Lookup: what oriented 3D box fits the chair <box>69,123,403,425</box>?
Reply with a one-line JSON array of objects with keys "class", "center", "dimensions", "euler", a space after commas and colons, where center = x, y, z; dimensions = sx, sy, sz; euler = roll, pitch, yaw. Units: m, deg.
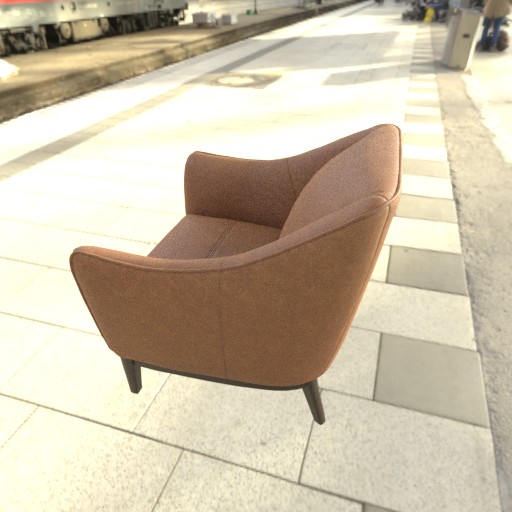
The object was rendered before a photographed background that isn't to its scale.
[{"class": "chair", "center": [0.000, 0.000, 1.544], "dimensions": [0.852, 0.830, 0.871], "euler": [8, 33, 13]}]
